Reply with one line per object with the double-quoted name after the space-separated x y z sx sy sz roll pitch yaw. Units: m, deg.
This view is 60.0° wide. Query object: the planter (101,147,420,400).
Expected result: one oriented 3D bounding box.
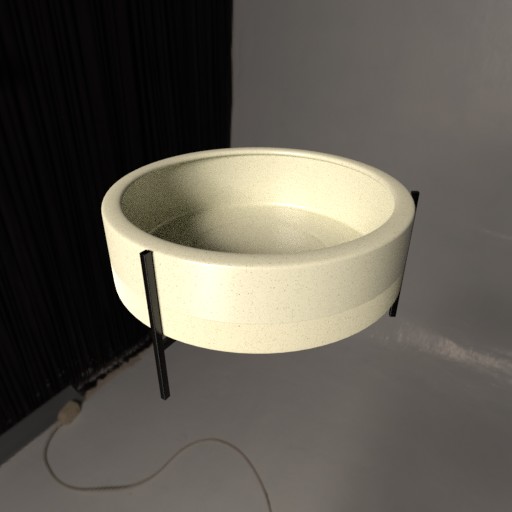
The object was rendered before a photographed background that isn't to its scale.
0.000 0.000 0.532 0.336 0.171 0.345 18 34 28 "planter"
